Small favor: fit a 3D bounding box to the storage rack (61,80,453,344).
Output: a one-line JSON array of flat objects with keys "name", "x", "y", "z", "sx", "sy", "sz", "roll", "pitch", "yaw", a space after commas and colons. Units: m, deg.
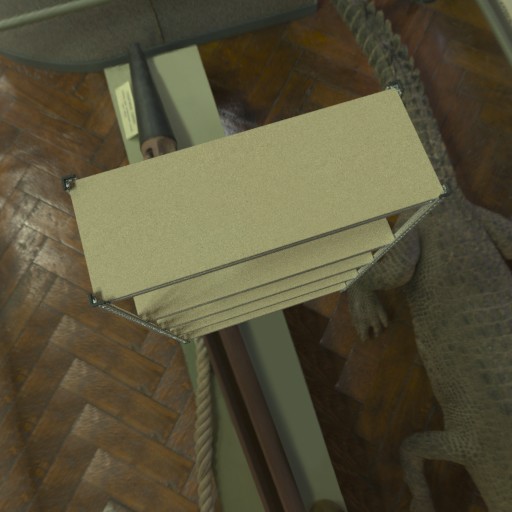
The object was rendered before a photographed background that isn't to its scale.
[{"name": "storage rack", "x": 0.000, "y": 0.000, "z": 2.347, "sx": 1.219, "sy": 1.829, "sz": 0.457, "roll": -17, "pitch": 76, "yaw": -5}]
